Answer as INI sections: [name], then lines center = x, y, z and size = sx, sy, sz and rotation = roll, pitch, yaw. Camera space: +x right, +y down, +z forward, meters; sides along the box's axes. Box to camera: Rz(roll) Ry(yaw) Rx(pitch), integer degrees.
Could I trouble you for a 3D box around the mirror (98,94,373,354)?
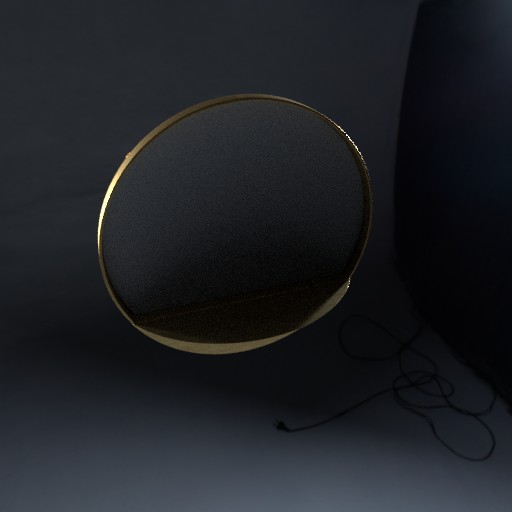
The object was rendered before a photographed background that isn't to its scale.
[mirror]
center = 0.000, 0.000, 0.688
size = 0.457, 0.457, 0.133
rotation = -10, 33, -16
